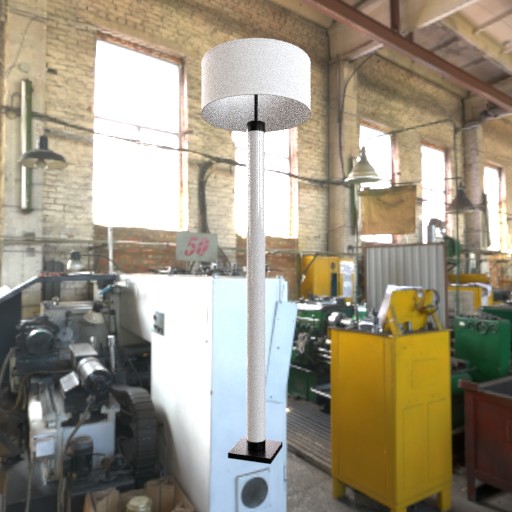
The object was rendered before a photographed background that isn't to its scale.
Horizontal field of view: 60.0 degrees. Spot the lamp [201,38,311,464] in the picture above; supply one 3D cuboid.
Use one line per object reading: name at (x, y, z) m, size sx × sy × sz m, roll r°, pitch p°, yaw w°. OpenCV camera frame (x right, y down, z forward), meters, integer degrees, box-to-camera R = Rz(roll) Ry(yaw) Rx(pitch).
lamp at (0.000, 0.000, 1.679) m, size 0.420 × 1.475 × 0.420 m, roll -1°, pitch -2°, yaw 18°
